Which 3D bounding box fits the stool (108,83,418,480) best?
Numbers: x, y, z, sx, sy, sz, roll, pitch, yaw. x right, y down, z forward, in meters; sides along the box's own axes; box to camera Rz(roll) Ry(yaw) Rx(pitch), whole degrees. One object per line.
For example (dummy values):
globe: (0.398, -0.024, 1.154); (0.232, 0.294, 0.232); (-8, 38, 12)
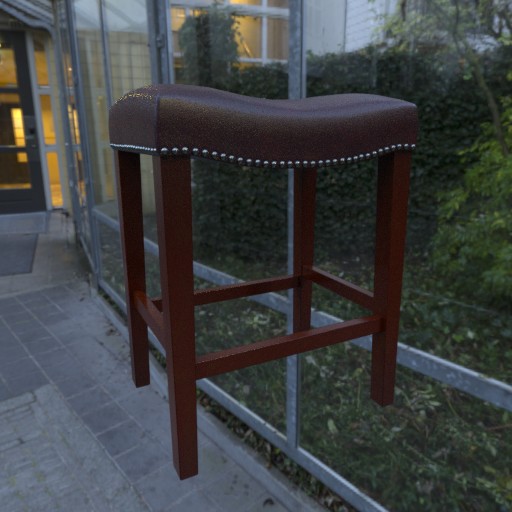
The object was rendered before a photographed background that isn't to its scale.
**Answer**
stool: (0.000, 0.000, 0.940); (0.504, 0.657, 0.372); (-8, 17, -26)
